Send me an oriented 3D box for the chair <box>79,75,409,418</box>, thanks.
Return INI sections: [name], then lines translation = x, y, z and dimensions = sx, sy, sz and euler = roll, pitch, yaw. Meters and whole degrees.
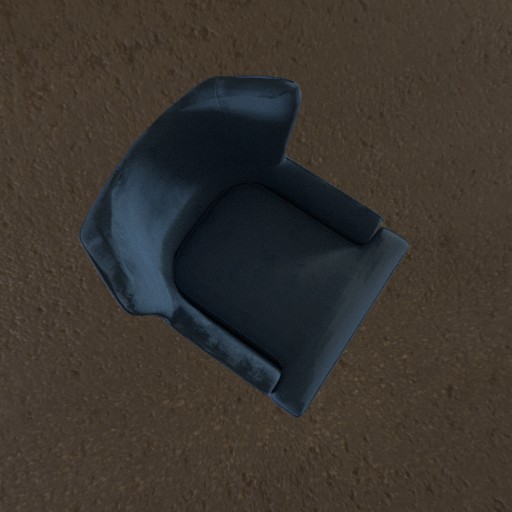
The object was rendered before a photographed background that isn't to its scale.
[chair]
translation = 0.000, 0.000, 1.625
dimensions = 0.910, 0.952, 0.793
euler = 34, 79, 8
